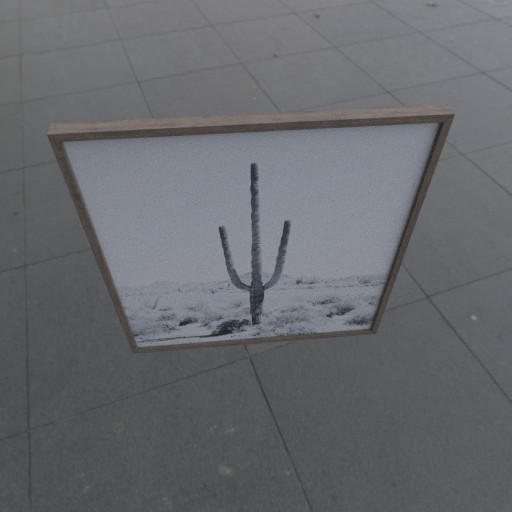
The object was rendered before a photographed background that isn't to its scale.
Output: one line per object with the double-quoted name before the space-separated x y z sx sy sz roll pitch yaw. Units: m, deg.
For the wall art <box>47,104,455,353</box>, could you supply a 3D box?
"wall art" 0.000 0.000 1.116 0.762 0.762 0.038 -4 47 -4
